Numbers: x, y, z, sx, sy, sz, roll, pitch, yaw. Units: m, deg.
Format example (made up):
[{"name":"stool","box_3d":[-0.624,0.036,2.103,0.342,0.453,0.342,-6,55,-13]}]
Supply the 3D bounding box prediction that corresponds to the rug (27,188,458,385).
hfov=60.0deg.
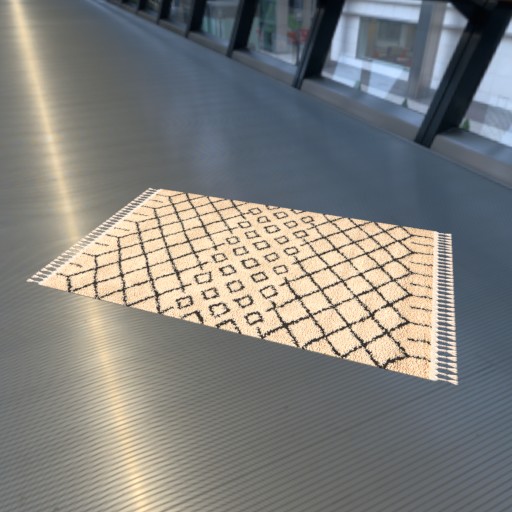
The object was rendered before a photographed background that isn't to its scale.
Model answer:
[{"name":"rug","box_3d":[0.000,0.000,2.397,2.006,0.008,1.196,11,34,16]}]
